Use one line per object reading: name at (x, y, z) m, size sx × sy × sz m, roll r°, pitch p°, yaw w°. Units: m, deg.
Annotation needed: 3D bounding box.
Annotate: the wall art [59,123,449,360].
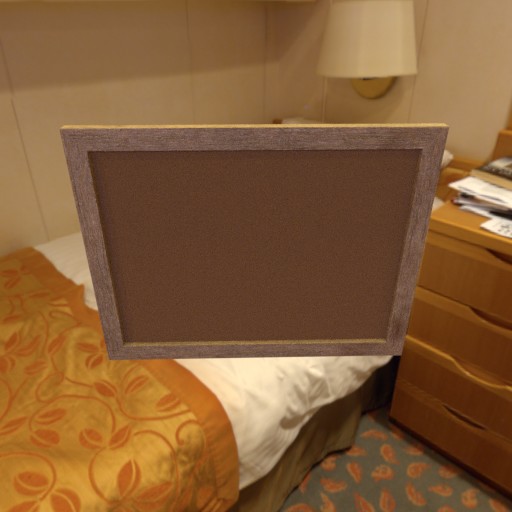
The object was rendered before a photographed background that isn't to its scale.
wall art at (0.000, 0.000, 0.925) m, size 0.690 × 0.535 × 0.026 m, roll -1°, pitch 29°, yaw -1°
